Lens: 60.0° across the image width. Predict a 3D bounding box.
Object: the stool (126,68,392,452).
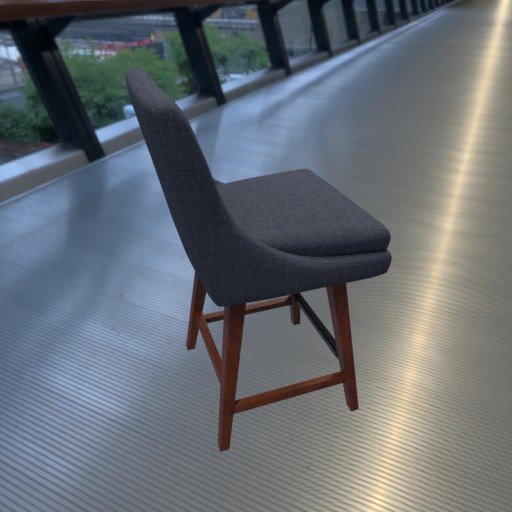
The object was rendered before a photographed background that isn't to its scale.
[{"bbox_3d":[0.000,0.000,1.165,0.524,0.895,0.467,-10,32,-17],"label":"stool"}]
